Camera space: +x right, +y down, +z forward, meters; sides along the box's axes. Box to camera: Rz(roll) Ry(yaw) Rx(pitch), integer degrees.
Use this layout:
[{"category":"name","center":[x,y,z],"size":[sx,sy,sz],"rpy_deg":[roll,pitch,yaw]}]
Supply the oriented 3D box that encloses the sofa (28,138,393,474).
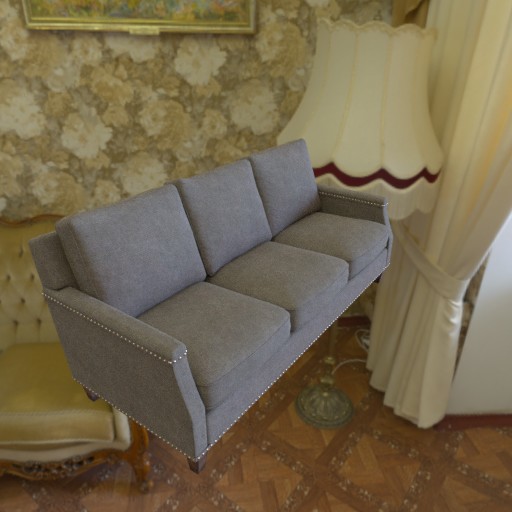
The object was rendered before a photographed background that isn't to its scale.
[{"category":"sofa","center":[0.000,0.000,2.737],"size":[1.034,1.042,2.226],"rpy_deg":[18,32,32]}]
